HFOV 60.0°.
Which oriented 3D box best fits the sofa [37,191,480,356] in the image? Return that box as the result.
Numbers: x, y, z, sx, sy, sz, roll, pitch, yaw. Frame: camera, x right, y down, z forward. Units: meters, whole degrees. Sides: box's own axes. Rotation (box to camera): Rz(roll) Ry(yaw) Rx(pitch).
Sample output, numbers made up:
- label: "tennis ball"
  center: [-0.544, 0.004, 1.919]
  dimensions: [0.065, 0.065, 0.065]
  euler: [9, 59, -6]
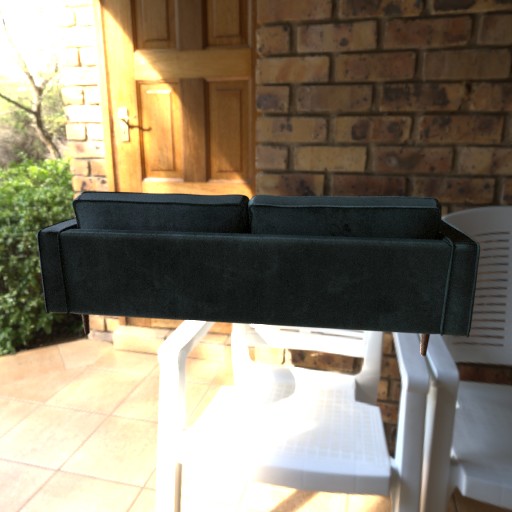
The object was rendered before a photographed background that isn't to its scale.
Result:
- label: "sofa"
  center: [0.000, 0.000, 2.600]
  dimensions: [2.214, 0.781, 0.886]
  euler: [2, 15, 8]
